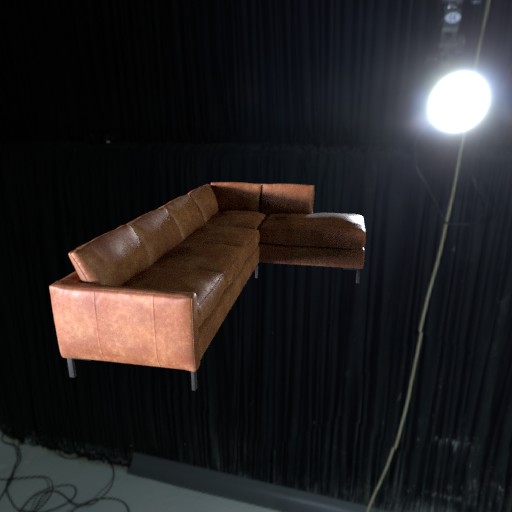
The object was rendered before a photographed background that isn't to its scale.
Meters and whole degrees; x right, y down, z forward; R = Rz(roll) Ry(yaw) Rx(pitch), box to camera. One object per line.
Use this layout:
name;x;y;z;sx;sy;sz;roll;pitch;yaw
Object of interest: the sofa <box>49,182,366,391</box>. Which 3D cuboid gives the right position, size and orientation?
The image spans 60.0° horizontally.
sofa;0.000;0.000;3.901;1.938;0.877;2.984;3;18;11
